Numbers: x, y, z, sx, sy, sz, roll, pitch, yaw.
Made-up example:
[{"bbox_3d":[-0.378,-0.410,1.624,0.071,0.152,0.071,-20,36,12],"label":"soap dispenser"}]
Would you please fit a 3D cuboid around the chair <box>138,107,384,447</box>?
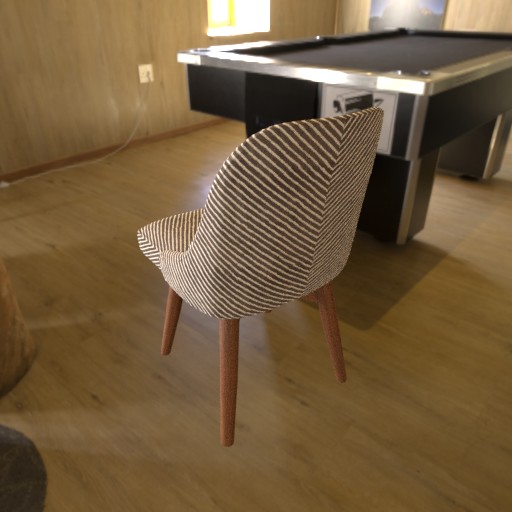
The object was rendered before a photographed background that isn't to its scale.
[{"bbox_3d":[0.000,0.000,1.234,0.504,0.883,0.591,-19,36,-28],"label":"chair"}]
